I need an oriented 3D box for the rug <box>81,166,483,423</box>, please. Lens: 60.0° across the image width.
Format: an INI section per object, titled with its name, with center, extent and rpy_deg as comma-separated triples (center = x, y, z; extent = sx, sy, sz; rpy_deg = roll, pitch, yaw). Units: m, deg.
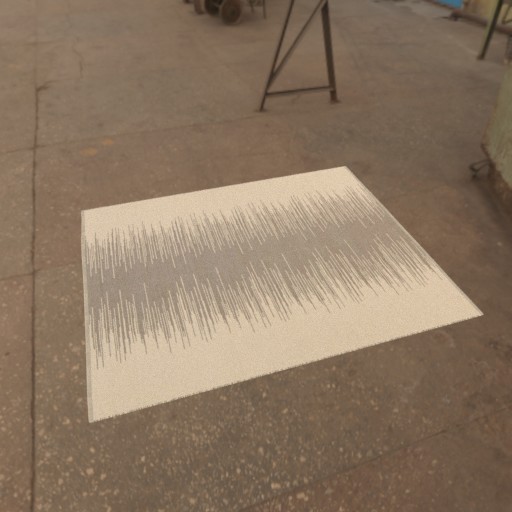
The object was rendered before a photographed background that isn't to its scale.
[rug]
center = 0.000, 0.000, 4.054
extent = 3.037, 0.010, 2.453
rpy_deg = -12, 43, -13
